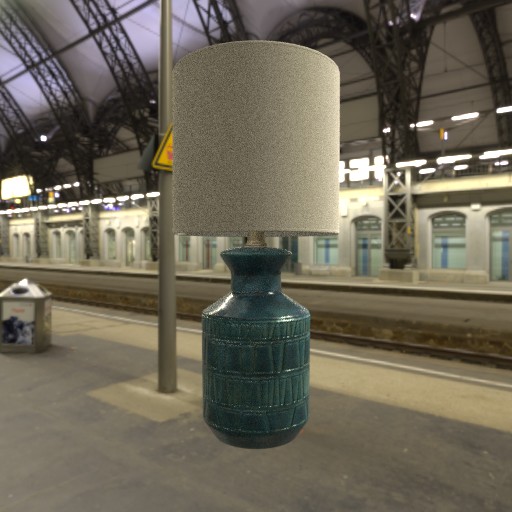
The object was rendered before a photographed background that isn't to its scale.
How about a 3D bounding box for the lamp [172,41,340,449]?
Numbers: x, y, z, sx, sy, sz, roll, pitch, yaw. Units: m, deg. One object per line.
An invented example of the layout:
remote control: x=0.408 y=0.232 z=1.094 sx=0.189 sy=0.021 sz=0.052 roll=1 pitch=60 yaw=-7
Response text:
lamp: x=0.000 y=0.000 z=0.573 sx=0.211 sy=0.455 sz=0.211 roll=0 pitch=1 yaw=18
